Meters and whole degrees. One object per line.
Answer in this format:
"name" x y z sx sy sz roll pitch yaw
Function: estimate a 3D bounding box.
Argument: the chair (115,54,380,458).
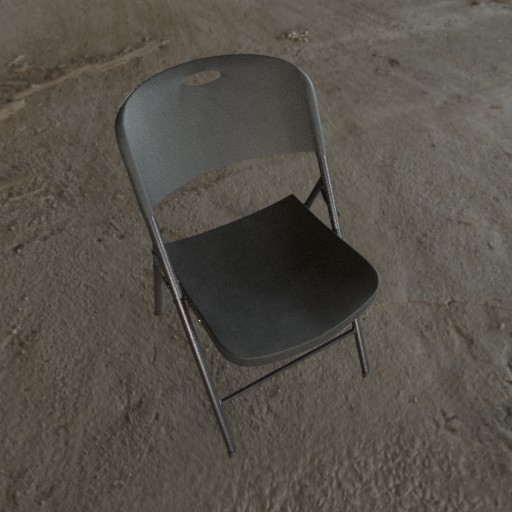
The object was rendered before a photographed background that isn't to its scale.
"chair" 0.000 0.000 1.143 0.494 0.810 0.567 -23 51 -20
